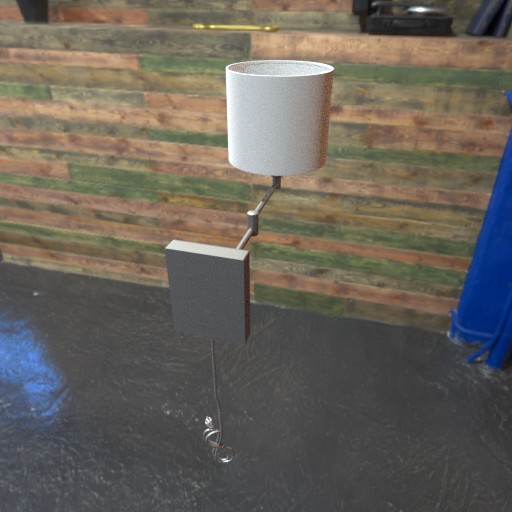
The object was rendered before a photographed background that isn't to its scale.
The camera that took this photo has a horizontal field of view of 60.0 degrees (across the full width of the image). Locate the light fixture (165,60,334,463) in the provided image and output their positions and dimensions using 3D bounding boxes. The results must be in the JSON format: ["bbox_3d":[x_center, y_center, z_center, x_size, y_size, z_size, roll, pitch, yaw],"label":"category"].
[{"bbox_3d":[0.000,0.000,0.876,0.203,0.651,0.516,9,32,14],"label":"light fixture"}]
